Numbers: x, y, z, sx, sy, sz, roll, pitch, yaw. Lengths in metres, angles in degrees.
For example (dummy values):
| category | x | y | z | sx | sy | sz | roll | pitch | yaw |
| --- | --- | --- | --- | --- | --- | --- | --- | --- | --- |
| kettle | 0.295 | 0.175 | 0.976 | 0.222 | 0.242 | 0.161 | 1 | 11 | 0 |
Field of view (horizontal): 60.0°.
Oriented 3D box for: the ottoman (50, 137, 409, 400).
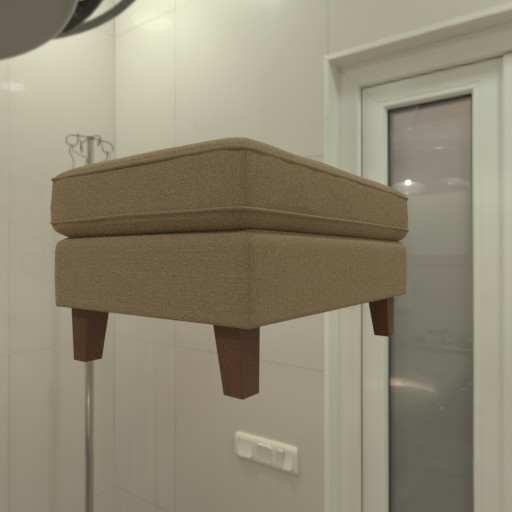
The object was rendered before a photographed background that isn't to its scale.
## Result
| category | x | y | z | sx | sy | sz | roll | pitch | yaw |
| --- | --- | --- | --- | --- | --- | --- | --- | --- | --- |
| ottoman | 0.000 | 0.000 | 1.295 | 0.636 | 0.521 | 0.945 | 0 | 0 | 36 |
